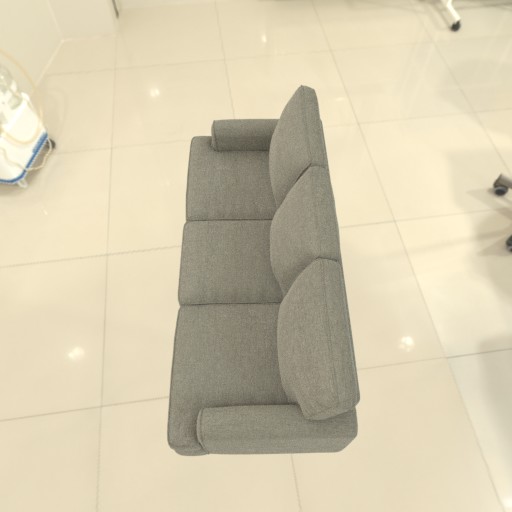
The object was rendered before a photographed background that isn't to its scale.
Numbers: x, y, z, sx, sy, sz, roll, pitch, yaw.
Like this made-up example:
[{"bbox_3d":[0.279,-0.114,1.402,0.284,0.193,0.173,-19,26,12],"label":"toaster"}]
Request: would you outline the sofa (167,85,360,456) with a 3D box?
[{"bbox_3d":[0.000,0.000,2.708,0.951,0.965,2.158,-1,58,-1],"label":"sofa"}]
